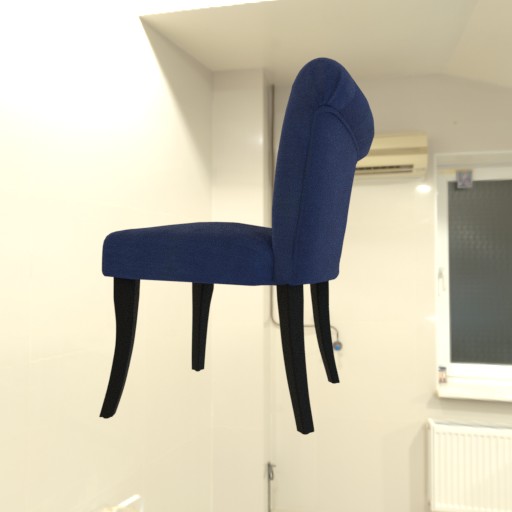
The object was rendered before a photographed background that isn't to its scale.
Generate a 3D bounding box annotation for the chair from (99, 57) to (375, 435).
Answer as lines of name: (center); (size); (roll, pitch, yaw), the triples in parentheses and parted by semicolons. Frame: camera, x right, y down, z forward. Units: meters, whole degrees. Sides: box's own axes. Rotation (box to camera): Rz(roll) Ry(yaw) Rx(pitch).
chair: (0.000, 0.000, 1.171); (0.606, 0.753, 0.585); (0, -1, 18)
